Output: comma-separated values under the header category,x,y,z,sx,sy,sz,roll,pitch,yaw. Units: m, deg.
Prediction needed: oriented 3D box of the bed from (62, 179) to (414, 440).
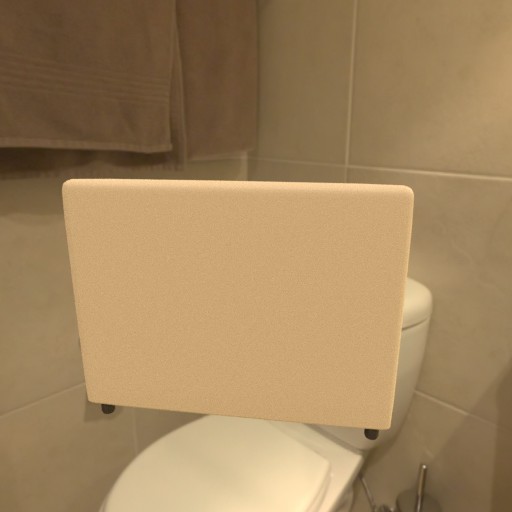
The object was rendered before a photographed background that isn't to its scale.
category,x,y,z,sx,sy,sz,roll,pitch,yaw
bed,0.000,0.000,3.199,1.714,1.330,2.147,2,17,8
